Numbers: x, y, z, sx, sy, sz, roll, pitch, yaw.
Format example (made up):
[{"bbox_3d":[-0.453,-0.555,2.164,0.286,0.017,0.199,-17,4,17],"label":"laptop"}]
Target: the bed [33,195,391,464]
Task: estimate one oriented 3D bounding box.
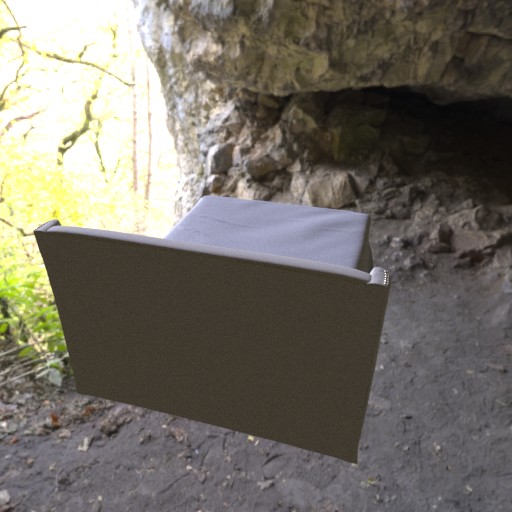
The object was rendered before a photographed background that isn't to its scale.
[{"bbox_3d":[0.000,0.000,3.449,1.925,1.332,2.276,9,32,14],"label":"bed"}]
